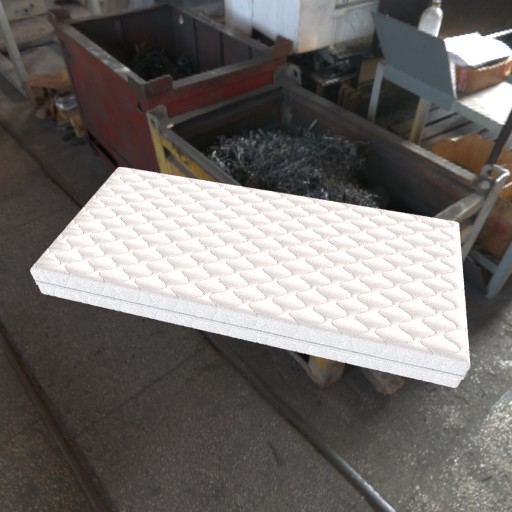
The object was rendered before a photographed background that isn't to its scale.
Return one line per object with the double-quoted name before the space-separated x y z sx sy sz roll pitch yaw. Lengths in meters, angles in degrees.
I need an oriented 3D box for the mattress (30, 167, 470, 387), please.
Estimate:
"mattress" 0.000 0.000 2.280 2.000 0.200 0.900 11 46 11
